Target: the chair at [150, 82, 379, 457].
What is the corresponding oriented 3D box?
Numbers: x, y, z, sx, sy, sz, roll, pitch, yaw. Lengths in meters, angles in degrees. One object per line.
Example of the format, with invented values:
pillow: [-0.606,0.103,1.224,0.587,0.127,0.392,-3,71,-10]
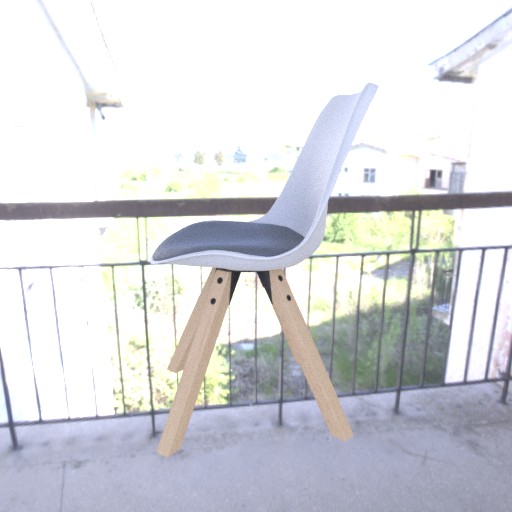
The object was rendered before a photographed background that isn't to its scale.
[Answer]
chair: [0.000,0.000,1.183,0.550,0.850,0.485,-2,13,-8]
